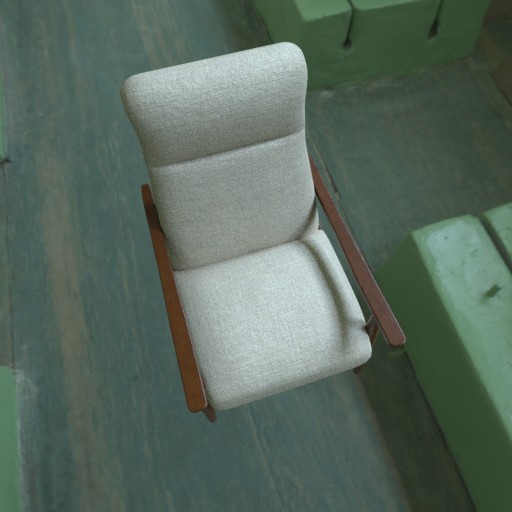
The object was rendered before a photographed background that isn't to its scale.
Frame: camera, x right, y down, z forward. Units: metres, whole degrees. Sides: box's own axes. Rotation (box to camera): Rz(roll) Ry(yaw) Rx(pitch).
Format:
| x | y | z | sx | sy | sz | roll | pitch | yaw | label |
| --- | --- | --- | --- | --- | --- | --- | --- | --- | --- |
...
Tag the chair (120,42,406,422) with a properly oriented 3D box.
| x | y | z | sx | sy | sz | roll | pitch | yaw | label |
| --- | --- | --- | --- | --- | --- | --- | --- | --- | --- |
| 0.000 | 0.000 | 1.741 | 0.762 | 1.082 | 1.014 | -16 | 65 | -8 | chair |
